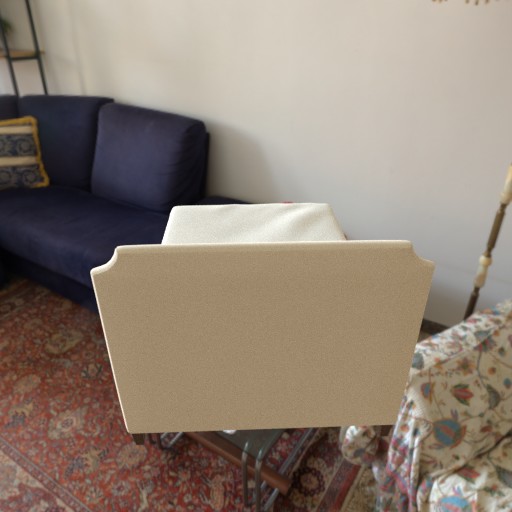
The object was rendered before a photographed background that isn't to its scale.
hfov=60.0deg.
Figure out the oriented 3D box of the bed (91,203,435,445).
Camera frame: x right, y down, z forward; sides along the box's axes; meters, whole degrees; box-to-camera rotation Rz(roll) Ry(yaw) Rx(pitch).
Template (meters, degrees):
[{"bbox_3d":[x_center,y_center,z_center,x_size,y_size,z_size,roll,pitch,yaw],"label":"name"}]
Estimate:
[{"bbox_3d":[0.000,0.000,3.464,1.712,1.443,2.365,-1,30,-2],"label":"bed"}]
